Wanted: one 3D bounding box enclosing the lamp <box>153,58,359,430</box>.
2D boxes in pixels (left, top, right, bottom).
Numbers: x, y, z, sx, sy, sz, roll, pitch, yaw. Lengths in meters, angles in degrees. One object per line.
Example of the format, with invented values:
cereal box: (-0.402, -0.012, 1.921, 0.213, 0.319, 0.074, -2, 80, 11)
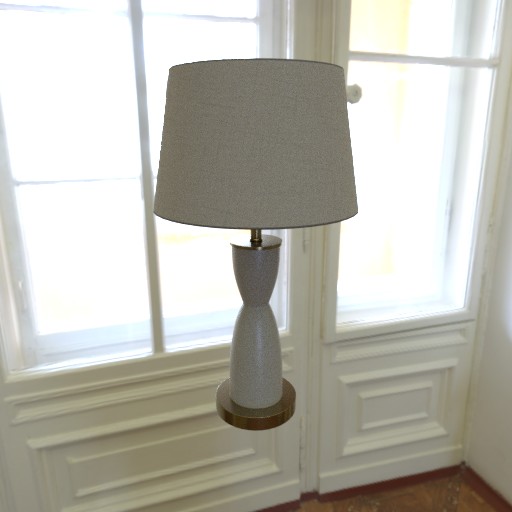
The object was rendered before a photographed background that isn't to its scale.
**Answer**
lamp: (0.000, 0.000, 0.703, 0.309, 0.545, 0.309, 0, 16, 0)
